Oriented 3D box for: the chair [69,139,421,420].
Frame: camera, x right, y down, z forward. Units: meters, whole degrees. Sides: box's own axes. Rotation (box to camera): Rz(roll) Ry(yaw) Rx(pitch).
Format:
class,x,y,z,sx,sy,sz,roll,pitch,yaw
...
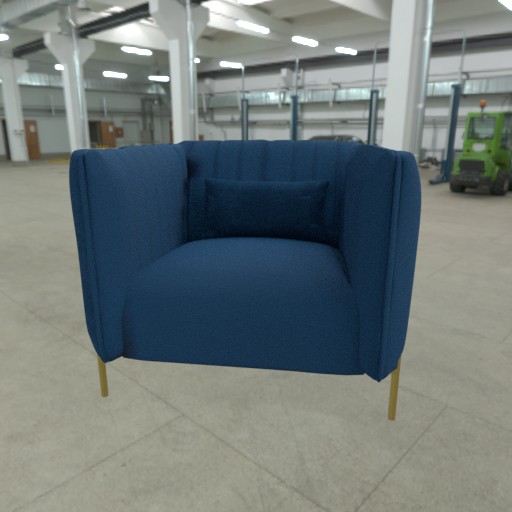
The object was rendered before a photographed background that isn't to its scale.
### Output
class,x,y,z,sx,sy,sz,roll,pitch,yaw
chair,0.000,0.000,1.581,0.947,0.793,0.877,2,16,7
